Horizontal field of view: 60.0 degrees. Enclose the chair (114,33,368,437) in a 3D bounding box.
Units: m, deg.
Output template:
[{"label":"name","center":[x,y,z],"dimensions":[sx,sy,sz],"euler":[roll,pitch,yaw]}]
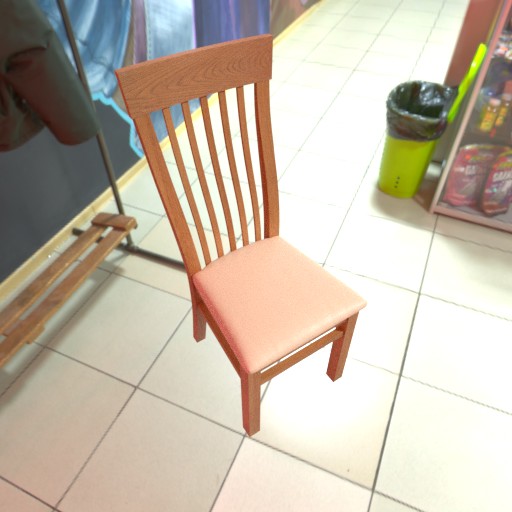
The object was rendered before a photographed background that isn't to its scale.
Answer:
[{"label":"chair","center":[0.000,0.000,1.357],"dimensions":[0.450,1.050,0.580],"euler":[-25,50,-23]}]
